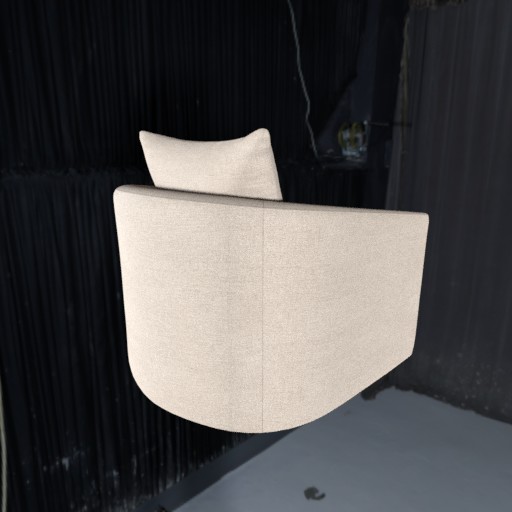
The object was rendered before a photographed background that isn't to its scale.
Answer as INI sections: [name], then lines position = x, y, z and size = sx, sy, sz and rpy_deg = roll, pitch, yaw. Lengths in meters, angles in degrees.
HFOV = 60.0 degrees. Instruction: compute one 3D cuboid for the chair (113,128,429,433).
[chair]
position = 0.000, 0.000, 1.562
size = 0.845, 0.848, 0.910
rpy_deg = 14, 20, 43
